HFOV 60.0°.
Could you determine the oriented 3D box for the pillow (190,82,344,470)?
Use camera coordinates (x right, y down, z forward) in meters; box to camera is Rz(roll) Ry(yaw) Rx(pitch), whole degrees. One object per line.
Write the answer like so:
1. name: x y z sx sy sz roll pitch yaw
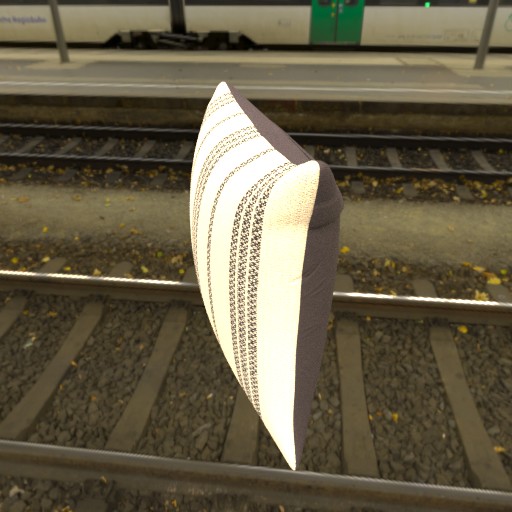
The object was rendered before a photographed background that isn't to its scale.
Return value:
1. pillow: 0.000 0.000 0.629 0.173 0.406 0.405 -8 32 -13
